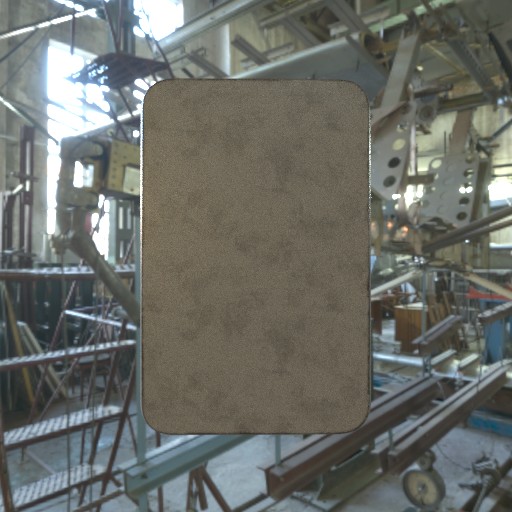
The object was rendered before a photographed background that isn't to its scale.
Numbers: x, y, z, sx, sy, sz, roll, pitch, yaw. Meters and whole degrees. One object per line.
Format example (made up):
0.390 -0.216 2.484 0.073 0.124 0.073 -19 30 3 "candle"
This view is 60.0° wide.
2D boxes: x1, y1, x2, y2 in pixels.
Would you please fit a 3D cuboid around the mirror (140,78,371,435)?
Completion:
0.000 0.000 0.883 0.461 0.713 0.024 0 -1 -1 "mirror"
